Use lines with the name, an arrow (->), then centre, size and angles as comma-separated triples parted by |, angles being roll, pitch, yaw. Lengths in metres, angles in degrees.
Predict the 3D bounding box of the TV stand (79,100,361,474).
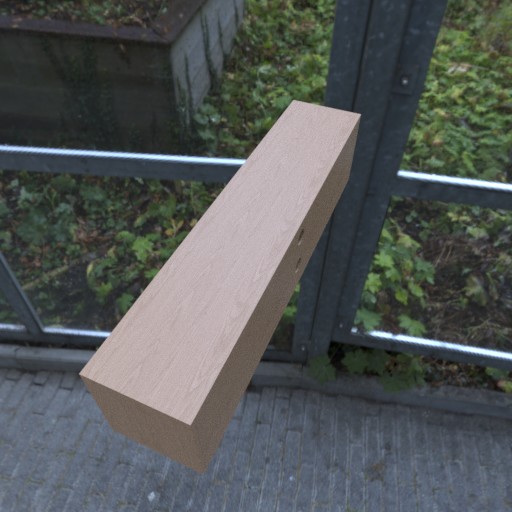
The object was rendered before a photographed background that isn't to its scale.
TV stand -> 0.000, 0.000, 1.995 | 0.400, 0.580, 1.760 | 18, 50, 16
